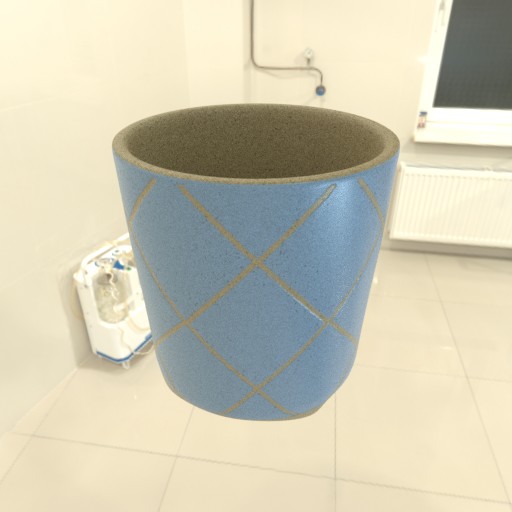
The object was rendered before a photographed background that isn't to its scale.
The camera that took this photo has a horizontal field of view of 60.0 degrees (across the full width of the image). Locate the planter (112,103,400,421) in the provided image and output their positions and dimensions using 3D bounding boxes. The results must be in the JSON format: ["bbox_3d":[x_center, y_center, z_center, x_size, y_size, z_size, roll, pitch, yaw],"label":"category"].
[{"bbox_3d":[0.000,0.000,0.421,0.227,0.235,0.227,0,31,0],"label":"planter"}]
